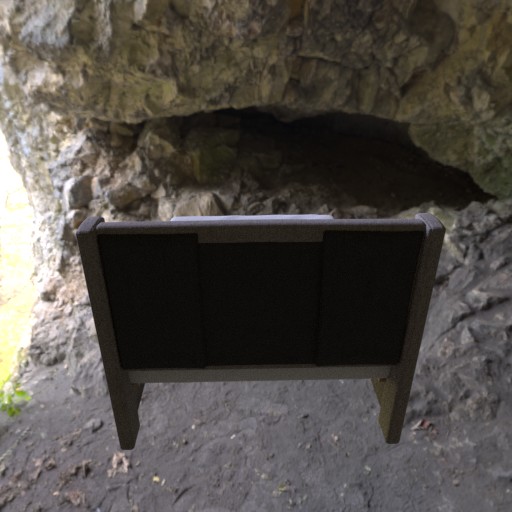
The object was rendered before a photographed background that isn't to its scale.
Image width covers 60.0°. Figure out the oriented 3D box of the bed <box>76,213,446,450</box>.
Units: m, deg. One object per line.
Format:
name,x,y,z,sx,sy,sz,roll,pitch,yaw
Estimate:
bed,0.000,0.000,3.358,1.714,1.476,2.245,-1,28,-1
